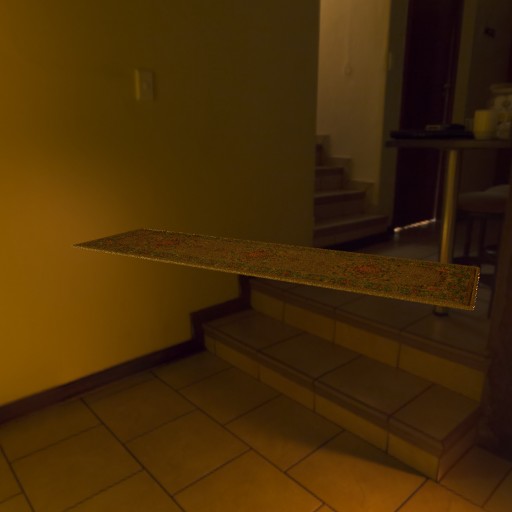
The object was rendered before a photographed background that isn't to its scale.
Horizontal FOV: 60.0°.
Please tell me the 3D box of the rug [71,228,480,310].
[{"bbox_3d":[0.000,0.000,2.552,2.297,0.019,0.659,8,16,27],"label":"rug"}]
